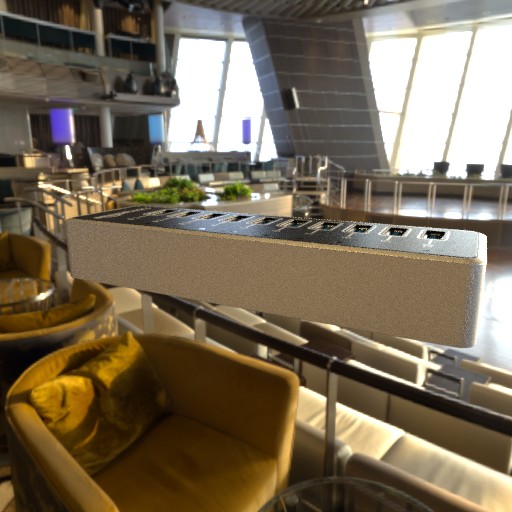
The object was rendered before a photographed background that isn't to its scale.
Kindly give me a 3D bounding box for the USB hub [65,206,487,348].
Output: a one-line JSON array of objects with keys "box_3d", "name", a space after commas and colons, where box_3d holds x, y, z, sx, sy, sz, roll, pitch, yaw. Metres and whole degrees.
[{"box_3d": [0.000, 0.000, 0.159, 0.145, 0.023, 0.044, 7, 16, 26], "name": "USB hub"}]
